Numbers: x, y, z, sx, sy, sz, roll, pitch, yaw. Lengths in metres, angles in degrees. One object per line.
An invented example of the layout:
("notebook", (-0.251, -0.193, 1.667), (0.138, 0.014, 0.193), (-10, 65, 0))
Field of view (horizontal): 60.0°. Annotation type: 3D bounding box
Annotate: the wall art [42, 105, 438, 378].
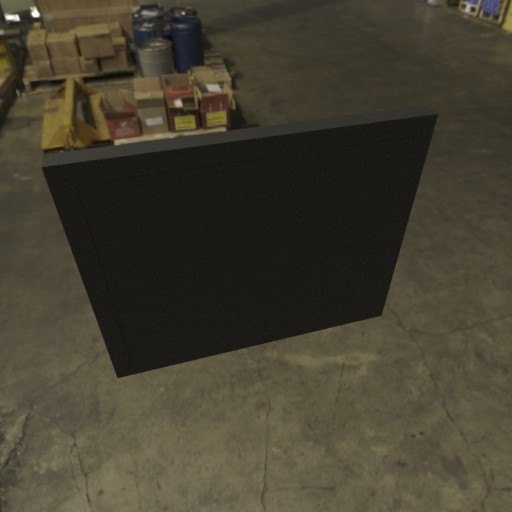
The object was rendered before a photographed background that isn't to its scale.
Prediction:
("wall art", (0.000, 0.000, 0.553), (0.404, 0.329, 0.024), (-11, 42, -12))
